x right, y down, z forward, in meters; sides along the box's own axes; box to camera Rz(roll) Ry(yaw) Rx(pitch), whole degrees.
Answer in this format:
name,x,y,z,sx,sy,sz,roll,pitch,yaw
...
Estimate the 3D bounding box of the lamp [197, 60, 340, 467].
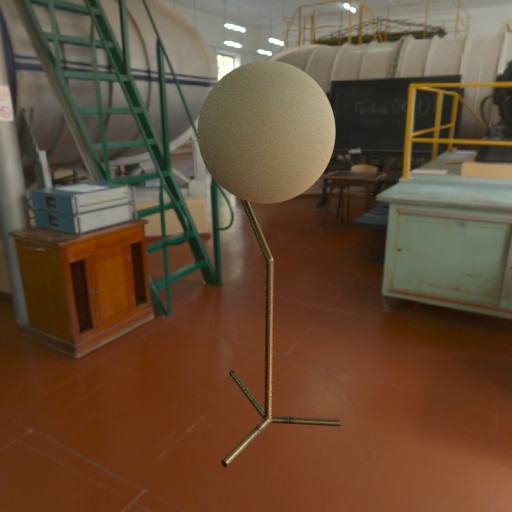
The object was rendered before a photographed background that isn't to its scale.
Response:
name,x,y,z,sx,sy,sz,roll,pitch,yaw
lamp,0.000,0.000,0.689,0.210,0.552,0.251,-8,20,-24
